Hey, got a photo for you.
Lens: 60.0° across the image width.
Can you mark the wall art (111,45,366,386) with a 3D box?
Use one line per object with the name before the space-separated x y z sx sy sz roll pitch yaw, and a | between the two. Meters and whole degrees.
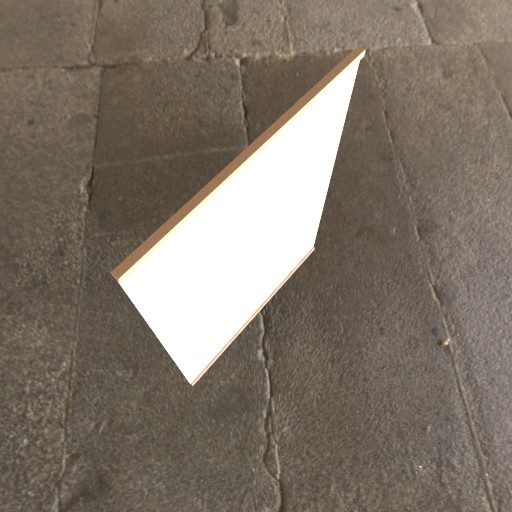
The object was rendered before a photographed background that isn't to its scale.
wall art | 0.000 0.000 0.815 0.012 0.608 0.459 37 69 17
